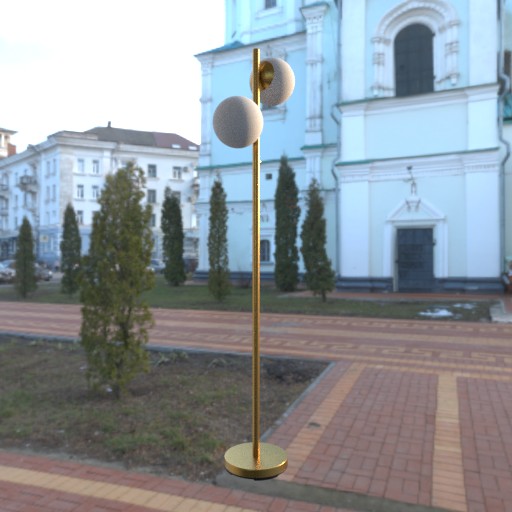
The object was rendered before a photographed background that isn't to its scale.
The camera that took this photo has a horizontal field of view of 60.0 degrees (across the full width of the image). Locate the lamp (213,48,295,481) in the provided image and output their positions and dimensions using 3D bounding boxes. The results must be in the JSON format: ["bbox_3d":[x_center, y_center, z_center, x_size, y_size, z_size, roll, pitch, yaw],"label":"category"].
[{"bbox_3d":[0.000,0.000,1.746,0.249,1.641,0.419,-1,-1,36],"label":"lamp"}]
